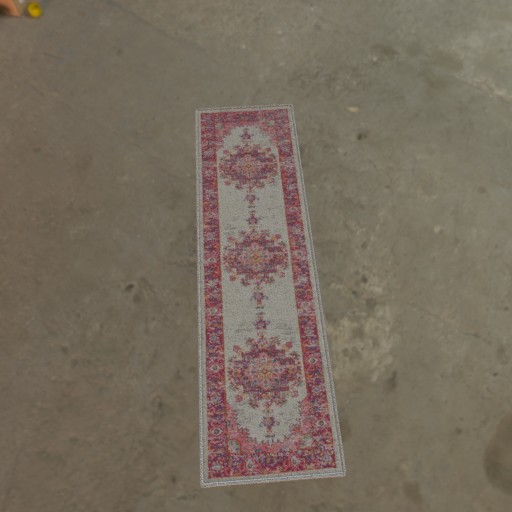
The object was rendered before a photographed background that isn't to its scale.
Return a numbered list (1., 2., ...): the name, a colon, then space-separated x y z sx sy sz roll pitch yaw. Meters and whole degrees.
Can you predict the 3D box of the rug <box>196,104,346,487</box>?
1. rug: 0.000 0.000 2.519 0.666 0.011 2.294 -4 63 -2
